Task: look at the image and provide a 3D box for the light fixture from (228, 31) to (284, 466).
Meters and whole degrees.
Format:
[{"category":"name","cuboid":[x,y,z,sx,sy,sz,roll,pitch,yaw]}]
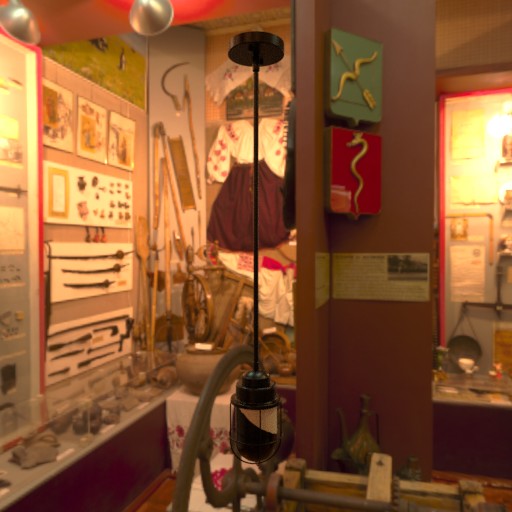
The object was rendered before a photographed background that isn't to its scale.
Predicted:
[{"category":"light fixture","cuboid":[0.000,0.000,0.974,0.123,0.920,0.123,0,1,19]}]
